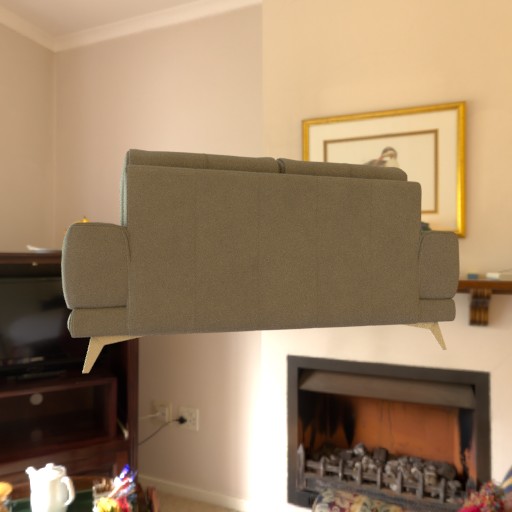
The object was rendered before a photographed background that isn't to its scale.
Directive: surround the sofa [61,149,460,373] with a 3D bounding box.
[{"bbox_3d":[0.000,0.000,2.356,1.806,0.907,1.018,0,-1,-16],"label":"sofa"}]
